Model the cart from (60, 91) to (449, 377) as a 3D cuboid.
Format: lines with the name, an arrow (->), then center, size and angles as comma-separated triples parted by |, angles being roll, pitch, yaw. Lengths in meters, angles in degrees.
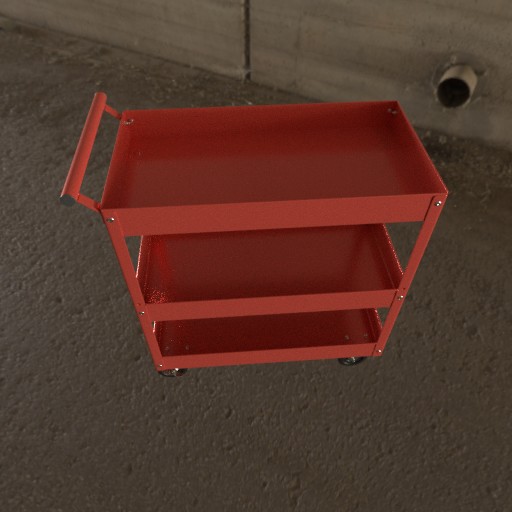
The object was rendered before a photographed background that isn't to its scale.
cart -> 0.000, 0.000, 1.200 | 0.719, 0.780, 0.366 | -3, 48, -3
